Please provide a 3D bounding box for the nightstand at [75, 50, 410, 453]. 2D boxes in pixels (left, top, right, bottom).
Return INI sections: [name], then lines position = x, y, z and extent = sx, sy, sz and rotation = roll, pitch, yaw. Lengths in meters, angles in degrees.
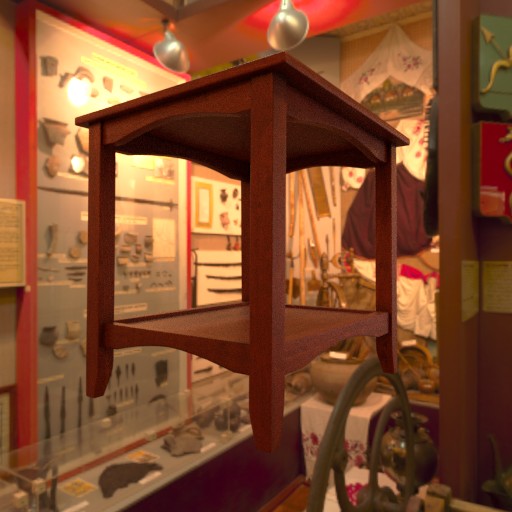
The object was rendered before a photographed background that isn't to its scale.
[nightstand]
position = 0.000, 0.000, 0.973
extent = 0.501, 0.558, 0.558
rotation = 0, 0, 36
